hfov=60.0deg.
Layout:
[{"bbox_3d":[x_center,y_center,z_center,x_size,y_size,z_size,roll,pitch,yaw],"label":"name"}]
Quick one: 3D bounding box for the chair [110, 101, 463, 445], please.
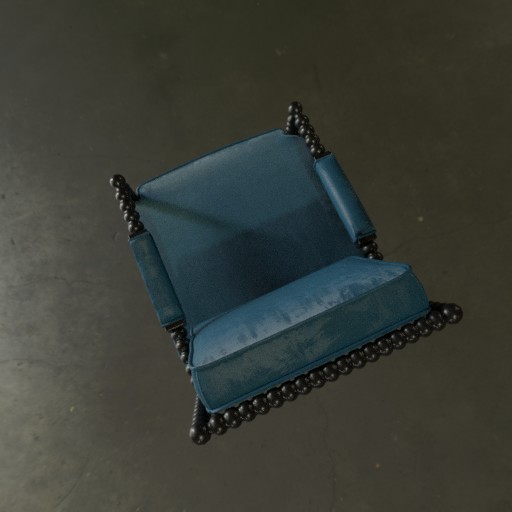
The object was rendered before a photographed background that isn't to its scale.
[{"bbox_3d":[0.000,0.000,1.404,0.688,0.857,0.805,-24,78,-5],"label":"chair"}]
